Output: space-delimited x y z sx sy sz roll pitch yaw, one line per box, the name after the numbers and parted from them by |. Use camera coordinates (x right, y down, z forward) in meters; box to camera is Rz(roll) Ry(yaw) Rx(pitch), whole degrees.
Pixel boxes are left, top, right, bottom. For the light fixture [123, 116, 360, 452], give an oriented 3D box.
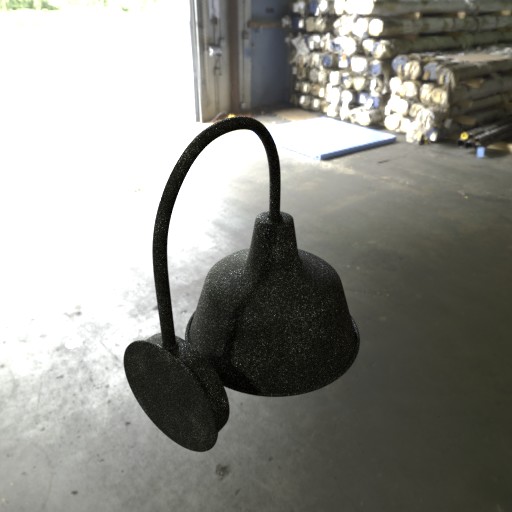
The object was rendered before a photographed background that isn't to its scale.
0.000 0.000 0.470 0.216 0.300 0.283 20 36 31 | light fixture
